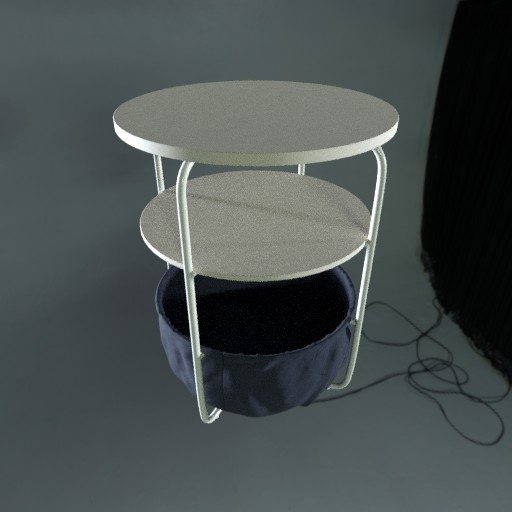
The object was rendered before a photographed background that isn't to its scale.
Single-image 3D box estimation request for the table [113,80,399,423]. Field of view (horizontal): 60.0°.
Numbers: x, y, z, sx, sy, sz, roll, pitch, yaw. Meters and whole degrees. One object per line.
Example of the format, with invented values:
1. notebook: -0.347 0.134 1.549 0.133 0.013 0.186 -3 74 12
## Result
1. table: 0.000 0.000 0.813 0.418 0.532 0.418 -10 33 -15
